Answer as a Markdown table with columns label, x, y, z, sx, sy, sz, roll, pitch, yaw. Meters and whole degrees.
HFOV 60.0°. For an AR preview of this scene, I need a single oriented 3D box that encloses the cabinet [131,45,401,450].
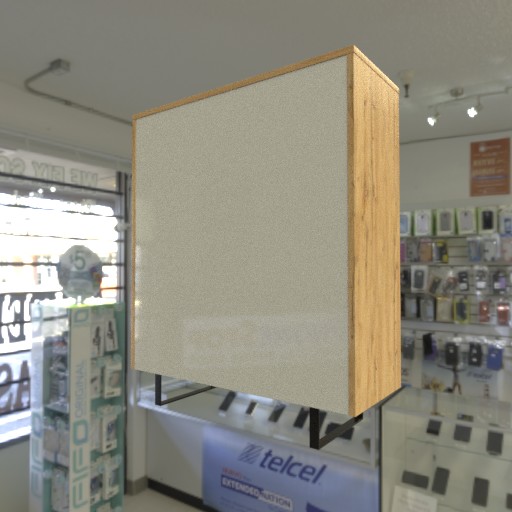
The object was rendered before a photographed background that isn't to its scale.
| label | x | y | z | sx | sy | sz | roll | pitch | yaw |
| --- | --- | --- | --- | --- | --- | --- | --- | --- | --- |
| cabinet | 0.000 | 0.000 | 2.011 | 1.168 | 1.397 | 0.473 | -1 | -2 | 36 |
